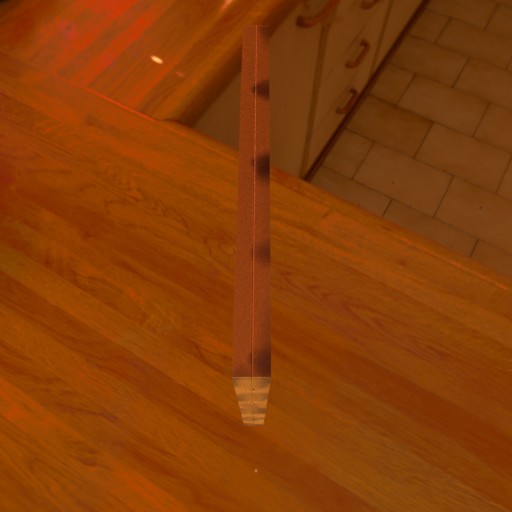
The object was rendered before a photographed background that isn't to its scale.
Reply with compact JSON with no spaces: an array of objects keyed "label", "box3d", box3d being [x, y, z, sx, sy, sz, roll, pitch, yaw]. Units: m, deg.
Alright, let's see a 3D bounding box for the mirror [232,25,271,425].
[{"label":"mirror","box3d":[0.000,0.000,0.768,0.042,0.507,0.509,0,64,0]}]
